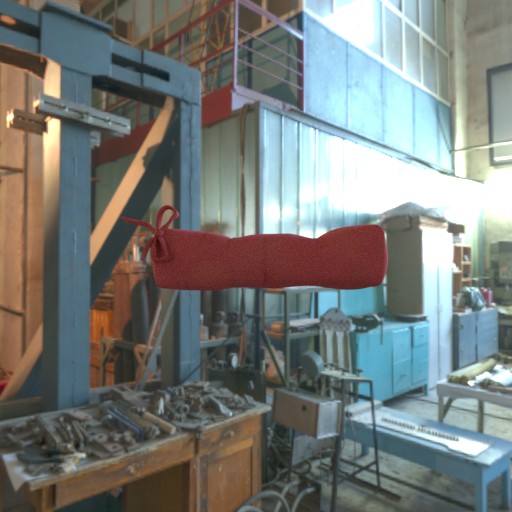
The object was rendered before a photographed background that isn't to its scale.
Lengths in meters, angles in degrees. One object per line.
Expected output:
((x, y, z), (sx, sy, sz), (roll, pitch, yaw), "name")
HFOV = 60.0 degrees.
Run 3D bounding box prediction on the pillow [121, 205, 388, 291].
((0.000, 0.000, 1.379), (0.511, 0.174, 1.194), (0, -1, 0), "pillow")
